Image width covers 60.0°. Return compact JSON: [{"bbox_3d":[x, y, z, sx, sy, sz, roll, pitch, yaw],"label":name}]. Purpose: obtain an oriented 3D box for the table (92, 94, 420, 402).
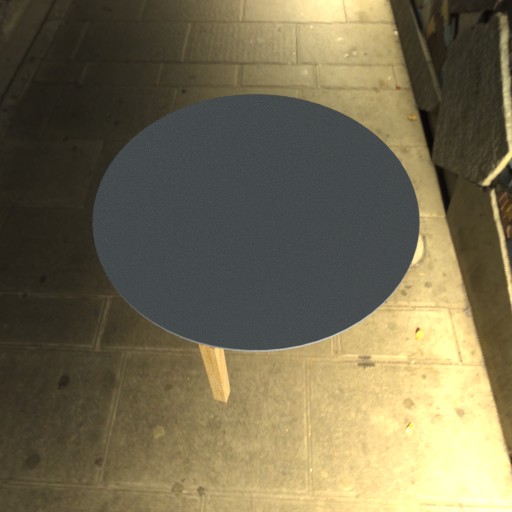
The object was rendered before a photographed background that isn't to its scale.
[{"bbox_3d":[0.000,0.000,0.997,0.600,0.405,0.600,0,57,0],"label":"table"}]
